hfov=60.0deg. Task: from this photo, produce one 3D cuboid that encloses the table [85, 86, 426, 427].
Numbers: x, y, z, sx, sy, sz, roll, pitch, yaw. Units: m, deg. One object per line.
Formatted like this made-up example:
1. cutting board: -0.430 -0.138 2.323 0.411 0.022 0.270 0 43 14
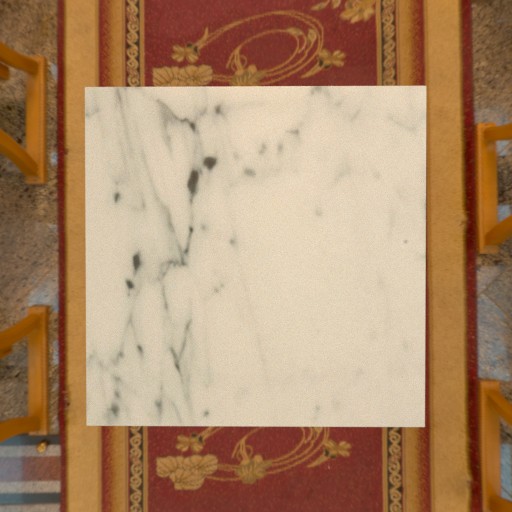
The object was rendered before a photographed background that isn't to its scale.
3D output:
1. table: 0.000 0.000 1.267 0.800 0.450 0.800 0 91 1
